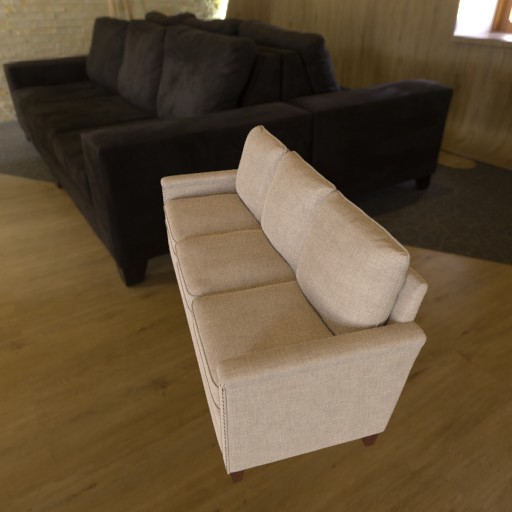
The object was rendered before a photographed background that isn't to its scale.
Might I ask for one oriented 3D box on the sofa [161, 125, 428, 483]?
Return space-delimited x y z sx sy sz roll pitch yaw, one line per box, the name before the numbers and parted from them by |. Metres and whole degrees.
sofa | 0.000 0.000 2.395 0.828 0.959 1.925 -9 32 -14
